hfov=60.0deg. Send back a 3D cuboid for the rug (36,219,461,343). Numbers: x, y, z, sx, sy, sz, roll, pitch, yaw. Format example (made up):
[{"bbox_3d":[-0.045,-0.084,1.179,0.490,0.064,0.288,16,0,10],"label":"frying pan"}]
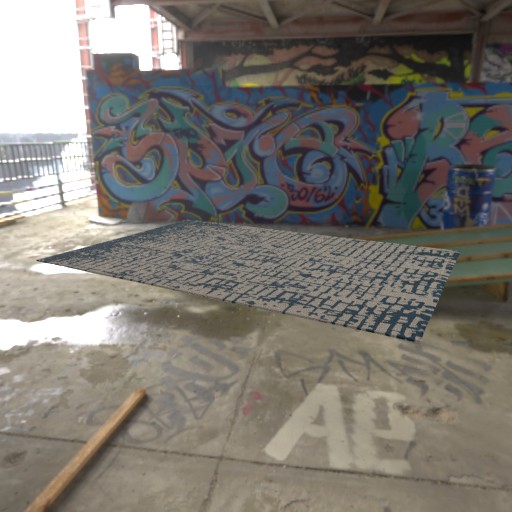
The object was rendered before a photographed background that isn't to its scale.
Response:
[{"bbox_3d":[0.000,0.000,2.288,1.828,0.007,1.220,9,18,28],"label":"rug"}]
